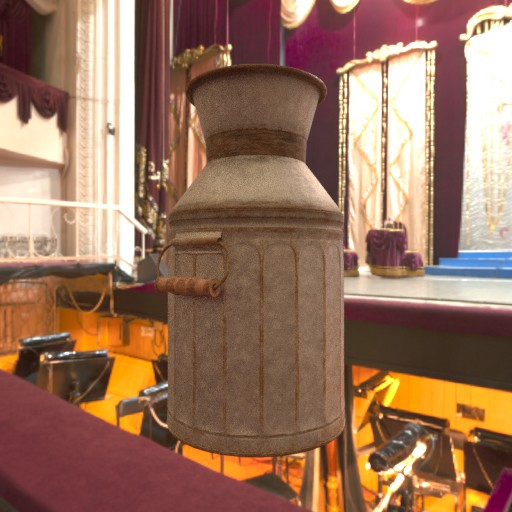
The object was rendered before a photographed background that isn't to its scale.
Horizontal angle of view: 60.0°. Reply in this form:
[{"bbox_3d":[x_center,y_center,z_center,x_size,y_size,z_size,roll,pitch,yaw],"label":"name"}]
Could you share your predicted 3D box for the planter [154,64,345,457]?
[{"bbox_3d":[0.000,0.000,0.539,0.214,0.396,0.245,0,0,37],"label":"planter"}]
